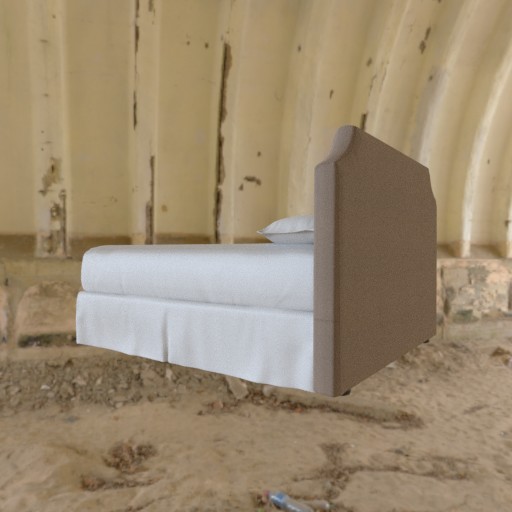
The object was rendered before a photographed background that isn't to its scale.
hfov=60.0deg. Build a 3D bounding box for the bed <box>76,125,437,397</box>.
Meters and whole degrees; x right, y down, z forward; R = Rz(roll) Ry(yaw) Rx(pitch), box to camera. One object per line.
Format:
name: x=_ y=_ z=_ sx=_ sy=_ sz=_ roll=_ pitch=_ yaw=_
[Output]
bed: x=0.000 y=0.000 z=3.307 sx=2.164 sy=1.303 sz=1.828 roll=1 pitch=1 yaw=35
